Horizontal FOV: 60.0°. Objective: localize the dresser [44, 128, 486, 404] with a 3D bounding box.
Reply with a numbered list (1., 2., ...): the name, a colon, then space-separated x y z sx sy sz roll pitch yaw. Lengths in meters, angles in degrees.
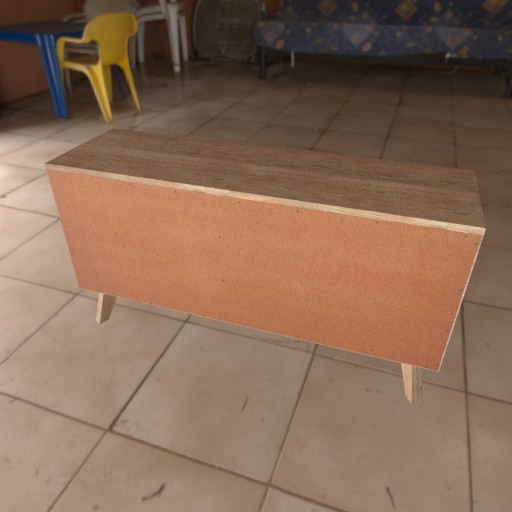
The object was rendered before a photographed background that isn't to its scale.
1. dresser: 0.000 0.000 1.887 1.554 0.805 0.455 11 35 15
